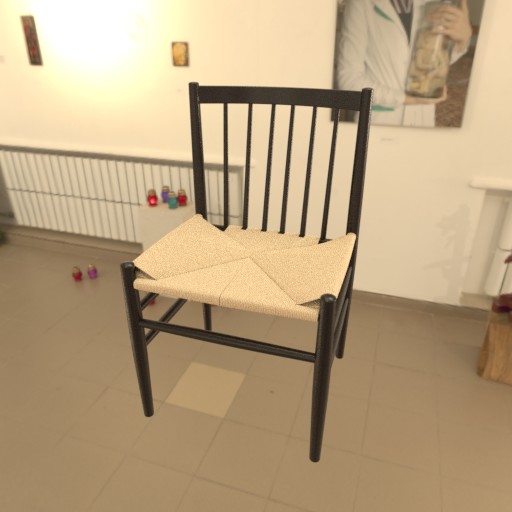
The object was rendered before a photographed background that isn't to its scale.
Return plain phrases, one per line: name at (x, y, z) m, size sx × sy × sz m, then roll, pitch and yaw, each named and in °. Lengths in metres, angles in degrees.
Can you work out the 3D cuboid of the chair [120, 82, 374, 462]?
chair at (0.000, 0.000, 1.171) m, size 0.495 × 0.818 × 0.516 m, roll 8°, pitch 28°, yaw 16°
